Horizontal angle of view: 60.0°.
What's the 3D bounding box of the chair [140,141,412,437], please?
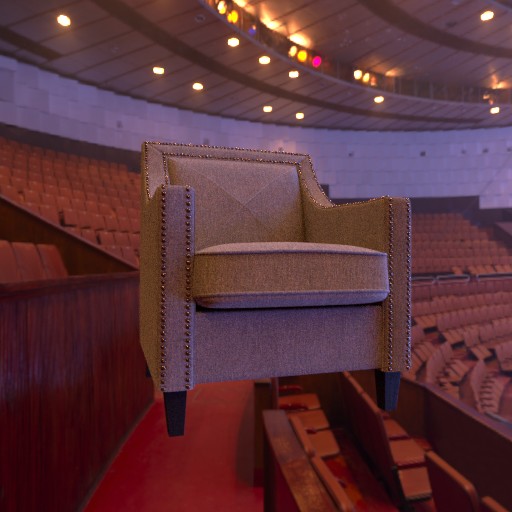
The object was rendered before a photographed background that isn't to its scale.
[{"bbox_3d":[0.000,0.000,1.603,0.776,0.967,0.884,0,-1,-18],"label":"chair"}]
